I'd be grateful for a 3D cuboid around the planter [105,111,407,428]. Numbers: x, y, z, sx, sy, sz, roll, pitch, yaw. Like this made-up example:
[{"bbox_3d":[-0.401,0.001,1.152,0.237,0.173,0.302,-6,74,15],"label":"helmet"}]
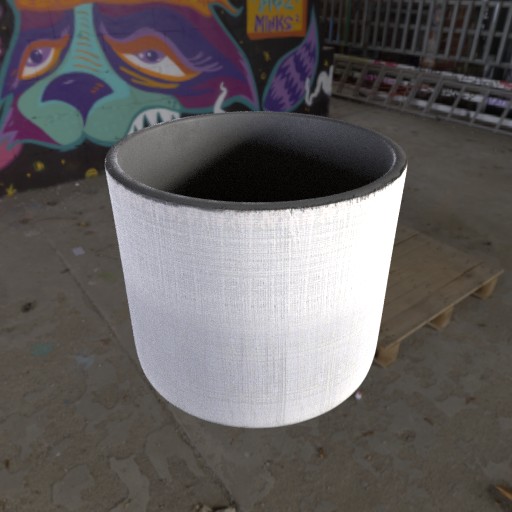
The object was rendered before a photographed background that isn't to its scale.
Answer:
[{"bbox_3d":[0.000,0.000,0.436,0.254,0.221,0.254,0,31,0],"label":"planter"}]
